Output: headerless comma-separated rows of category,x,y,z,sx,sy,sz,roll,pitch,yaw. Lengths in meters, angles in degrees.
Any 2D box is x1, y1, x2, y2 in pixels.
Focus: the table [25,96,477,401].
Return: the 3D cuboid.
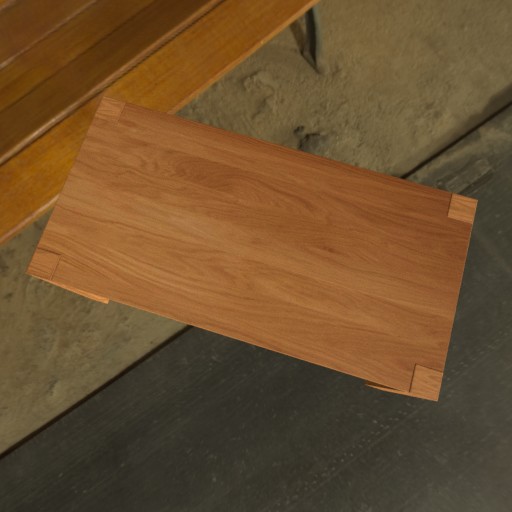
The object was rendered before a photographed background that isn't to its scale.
table,0.000,0.000,2.312,1.800,0.760,0.900,17,77,4
